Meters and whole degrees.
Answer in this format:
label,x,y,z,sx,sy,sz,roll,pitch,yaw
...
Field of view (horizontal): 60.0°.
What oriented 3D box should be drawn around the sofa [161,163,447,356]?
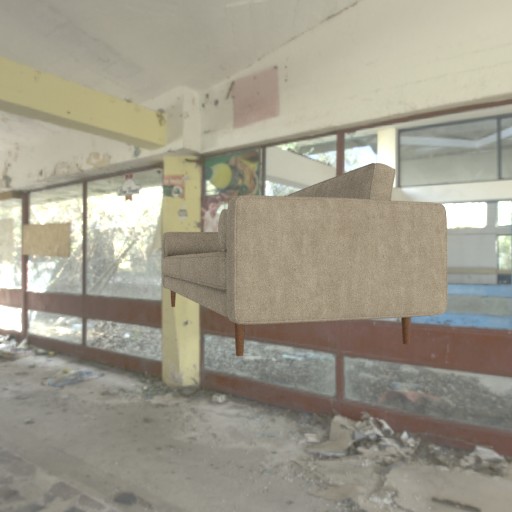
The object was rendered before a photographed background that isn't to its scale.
label,x,y,z,sx,sy,sz,roll,pitch,yaw
sofa,0.000,0.000,2.668,0.919,0.770,2.200,0,-1,-18
